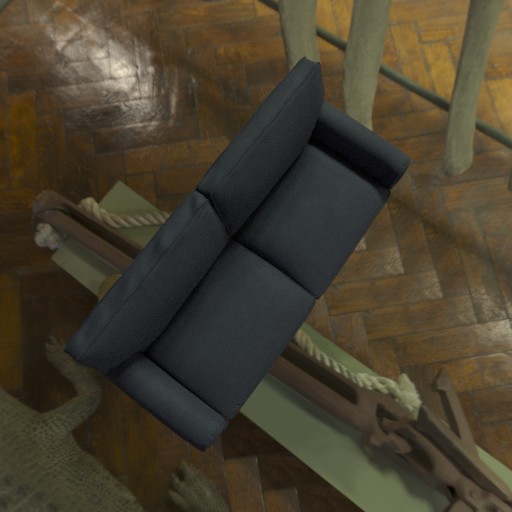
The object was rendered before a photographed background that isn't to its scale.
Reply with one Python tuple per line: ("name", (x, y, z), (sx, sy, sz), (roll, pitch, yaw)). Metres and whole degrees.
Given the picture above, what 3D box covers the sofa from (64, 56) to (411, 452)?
("sofa", (0.000, 0.000, 2.841), (0.983, 1.094, 2.256), (36, 79, 8))
